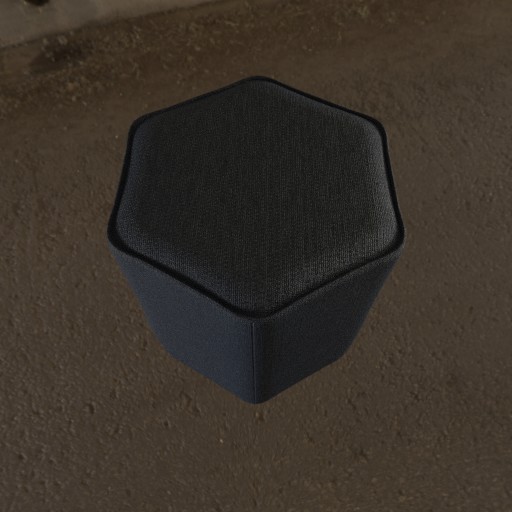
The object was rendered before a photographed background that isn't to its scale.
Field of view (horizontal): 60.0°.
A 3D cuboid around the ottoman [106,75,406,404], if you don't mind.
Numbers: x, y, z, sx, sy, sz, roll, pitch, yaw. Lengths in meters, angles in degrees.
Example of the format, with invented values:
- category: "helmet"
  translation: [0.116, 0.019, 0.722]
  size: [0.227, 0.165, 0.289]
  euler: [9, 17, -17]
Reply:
- category: "ottoman"
  translation: [0.000, 0.000, 0.896]
  size: [0.492, 0.505, 0.454]
  euler: [31, 64, 17]
